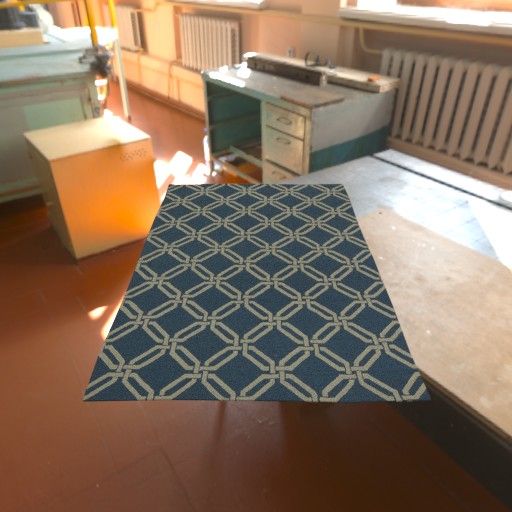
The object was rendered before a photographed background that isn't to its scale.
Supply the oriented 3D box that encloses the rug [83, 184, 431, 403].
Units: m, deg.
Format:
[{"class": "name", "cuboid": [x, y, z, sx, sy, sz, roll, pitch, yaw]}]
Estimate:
[{"class": "rug", "cuboid": [0.000, 0.000, 2.179, 1.153, 0.010, 1.755, 0, 33, 0]}]
